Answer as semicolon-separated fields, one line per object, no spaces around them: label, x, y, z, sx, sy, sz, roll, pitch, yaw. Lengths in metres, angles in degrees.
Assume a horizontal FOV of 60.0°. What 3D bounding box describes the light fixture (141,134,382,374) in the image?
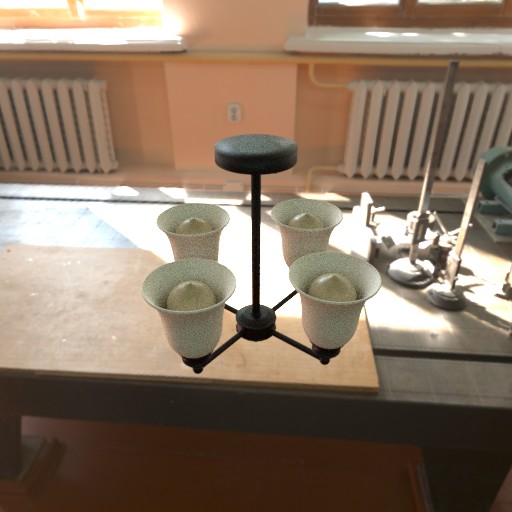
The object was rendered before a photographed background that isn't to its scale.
light fixture;0.000;0.000;1.832;1.069;0.925;1.069;23;38;33
